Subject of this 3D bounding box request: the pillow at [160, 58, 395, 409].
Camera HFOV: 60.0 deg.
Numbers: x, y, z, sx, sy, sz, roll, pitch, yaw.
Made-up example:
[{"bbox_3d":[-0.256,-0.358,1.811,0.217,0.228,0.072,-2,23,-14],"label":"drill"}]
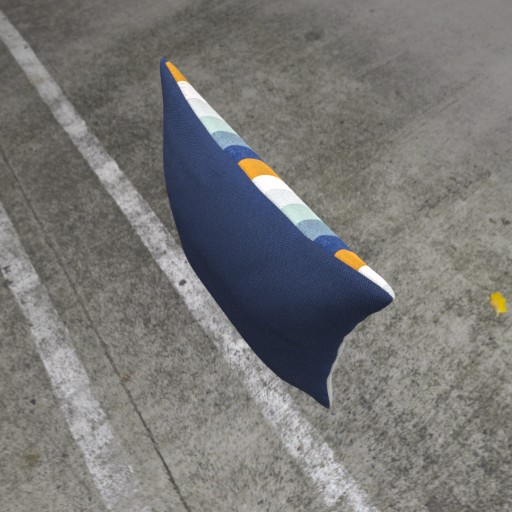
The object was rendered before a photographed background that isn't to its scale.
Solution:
[{"bbox_3d":[0.000,0.000,0.720,0.173,0.454,0.463,-31,63,-18],"label":"pillow"}]
